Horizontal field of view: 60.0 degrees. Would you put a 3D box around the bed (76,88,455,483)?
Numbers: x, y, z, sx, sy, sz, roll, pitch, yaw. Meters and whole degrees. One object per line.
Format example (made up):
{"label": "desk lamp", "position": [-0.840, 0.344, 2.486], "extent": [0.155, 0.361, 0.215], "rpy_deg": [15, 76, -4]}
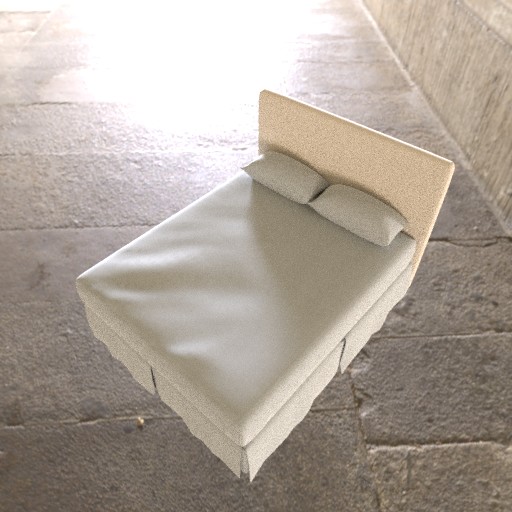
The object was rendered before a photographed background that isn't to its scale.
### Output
{"label": "bed", "position": [0.000, 0.000, 3.234], "extent": [1.748, 1.330, 2.142], "rpy_deg": [33, 54, 28]}
